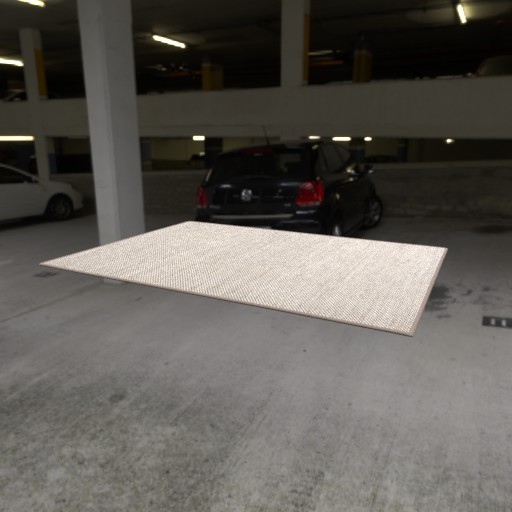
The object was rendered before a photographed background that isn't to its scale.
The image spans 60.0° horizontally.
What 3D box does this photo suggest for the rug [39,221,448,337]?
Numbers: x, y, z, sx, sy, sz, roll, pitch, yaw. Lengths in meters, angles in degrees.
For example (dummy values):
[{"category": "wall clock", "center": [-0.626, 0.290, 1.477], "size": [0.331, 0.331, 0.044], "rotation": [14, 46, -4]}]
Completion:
[{"category": "rug", "center": [0.000, 0.000, 2.786], "size": [2.115, 0.013, 1.517], "rotation": [8, 17, 26]}]
